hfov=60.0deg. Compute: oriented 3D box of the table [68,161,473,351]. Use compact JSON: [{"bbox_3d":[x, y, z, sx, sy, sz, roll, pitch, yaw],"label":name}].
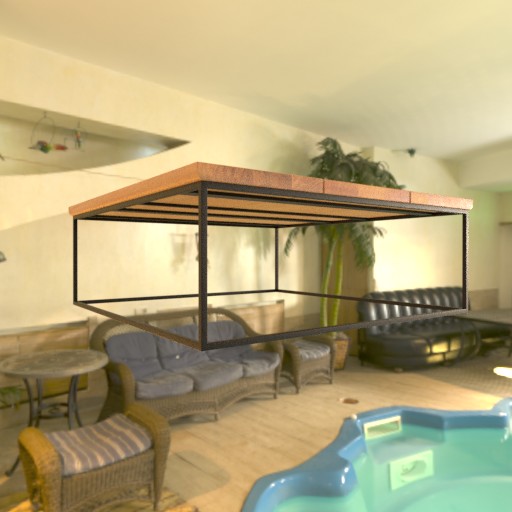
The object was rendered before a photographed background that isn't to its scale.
[{"bbox_3d":[0.000,0.000,1.692,1.100,0.400,1.100,0,0,-36],"label":"table"}]
